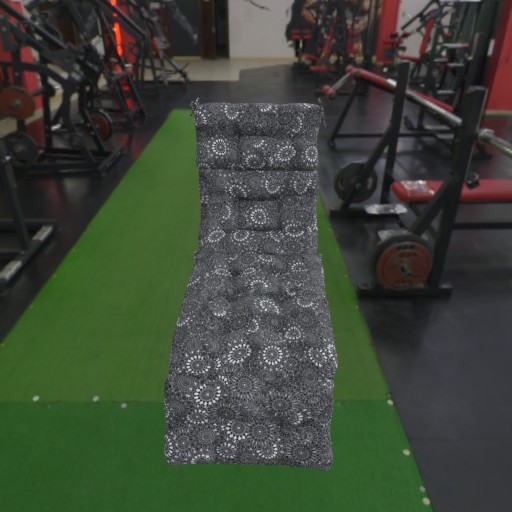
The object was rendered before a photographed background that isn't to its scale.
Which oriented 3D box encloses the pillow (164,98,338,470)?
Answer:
[{"bbox_3d":[0.000,0.000,1.490,0.526,0.863,1.016,1,30,2],"label":"pillow"}]
